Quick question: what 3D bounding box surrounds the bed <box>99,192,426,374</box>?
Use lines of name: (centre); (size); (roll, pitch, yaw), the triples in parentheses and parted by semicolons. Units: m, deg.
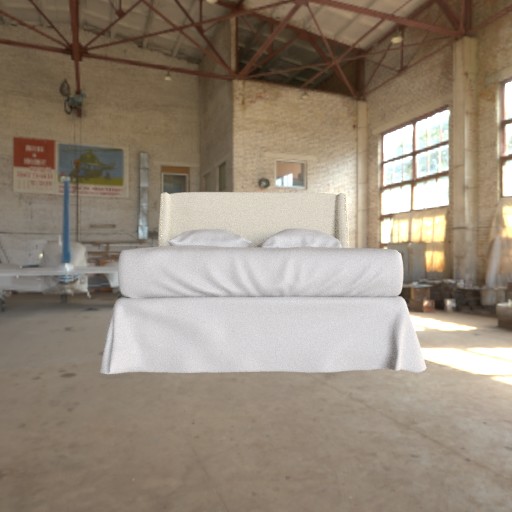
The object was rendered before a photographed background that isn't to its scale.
bed: (0.000, 0.000, 3.526); (1.925, 1.332, 2.276); (0, 0, -1)
